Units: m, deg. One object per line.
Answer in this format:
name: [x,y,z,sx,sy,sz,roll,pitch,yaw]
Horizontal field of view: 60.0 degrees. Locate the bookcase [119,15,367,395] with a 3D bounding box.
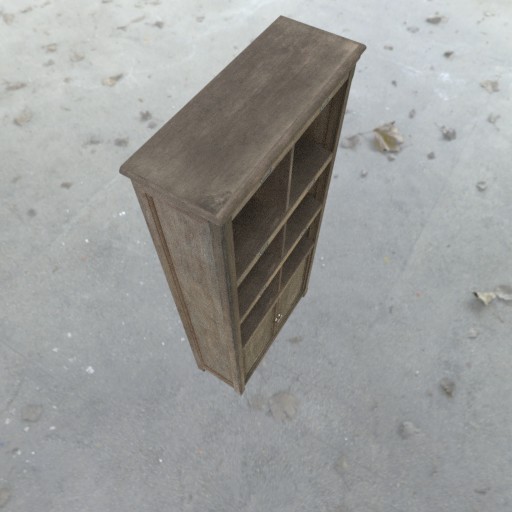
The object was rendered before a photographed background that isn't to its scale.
bookcase: [0.000,0.000,2.191,0.348,1.880,0.906,28,63,16]
